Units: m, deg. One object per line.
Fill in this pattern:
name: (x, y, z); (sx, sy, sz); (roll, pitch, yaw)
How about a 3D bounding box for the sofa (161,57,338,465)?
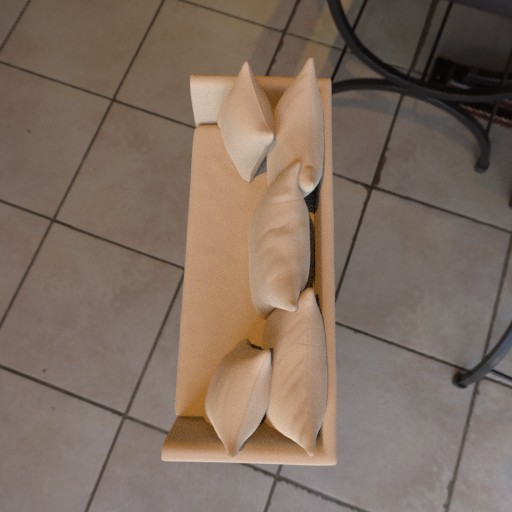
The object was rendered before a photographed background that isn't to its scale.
sofa: (0.000, 0.000, 2.984); (1.046, 1.047, 2.499); (2, 75, 0)
